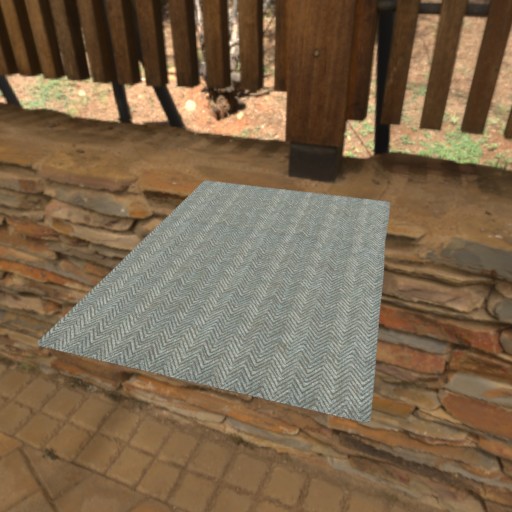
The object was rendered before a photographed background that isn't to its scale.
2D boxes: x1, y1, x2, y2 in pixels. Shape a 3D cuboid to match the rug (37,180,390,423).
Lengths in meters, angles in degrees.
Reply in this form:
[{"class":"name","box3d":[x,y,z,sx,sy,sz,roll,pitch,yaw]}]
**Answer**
[{"class":"rug","box3d":[0.000,0.000,5.170,2.894,0.011,3.957,9,33,14]}]
